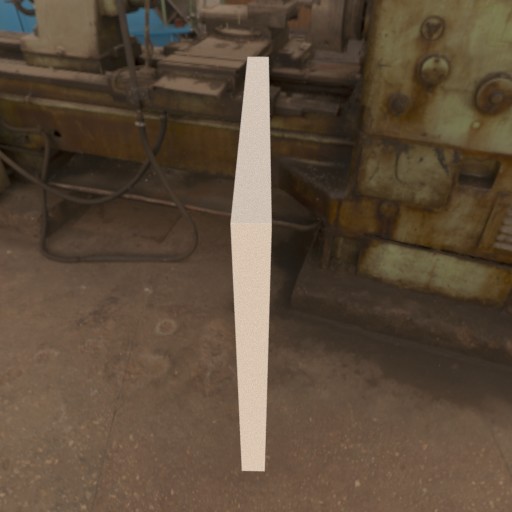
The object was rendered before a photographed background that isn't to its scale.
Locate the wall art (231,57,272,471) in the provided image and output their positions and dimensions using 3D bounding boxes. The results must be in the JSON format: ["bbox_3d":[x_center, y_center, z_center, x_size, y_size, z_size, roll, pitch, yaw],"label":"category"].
[{"bbox_3d":[0.000,0.000,1.948,0.098,1.291,1.289,1,40,1],"label":"wall art"}]
